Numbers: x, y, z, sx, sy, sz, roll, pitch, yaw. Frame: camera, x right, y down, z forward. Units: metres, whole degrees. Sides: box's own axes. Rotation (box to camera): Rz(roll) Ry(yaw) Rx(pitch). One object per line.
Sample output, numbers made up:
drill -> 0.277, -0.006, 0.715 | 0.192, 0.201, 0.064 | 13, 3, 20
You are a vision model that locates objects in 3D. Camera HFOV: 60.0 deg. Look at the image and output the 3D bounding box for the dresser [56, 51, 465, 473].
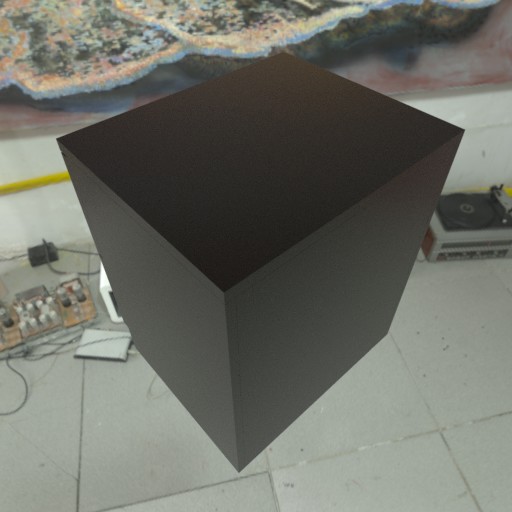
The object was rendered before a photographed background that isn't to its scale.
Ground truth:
dresser -> 0.000, 0.000, 0.739 | 0.400, 0.470, 0.360 | -33, 55, -28
